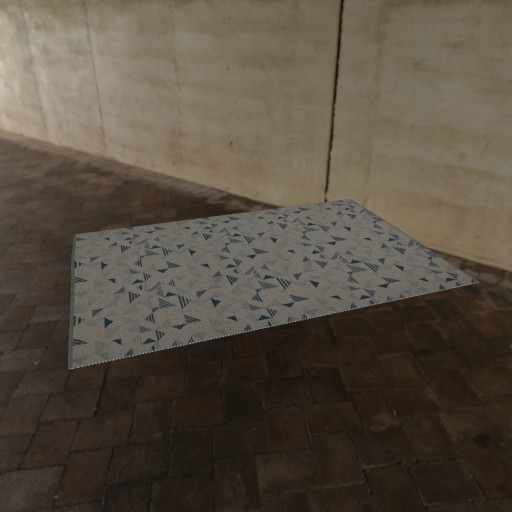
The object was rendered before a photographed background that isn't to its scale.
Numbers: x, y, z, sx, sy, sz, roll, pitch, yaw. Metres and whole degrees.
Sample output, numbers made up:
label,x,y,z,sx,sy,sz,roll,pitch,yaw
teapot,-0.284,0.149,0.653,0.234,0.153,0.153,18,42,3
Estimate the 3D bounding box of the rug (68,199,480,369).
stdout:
label,x,y,z,sx,sy,sz,roll,pitch,yaw
rug,0.000,0.000,2.337,1.835,0.003,1.206,-9,29,-17
